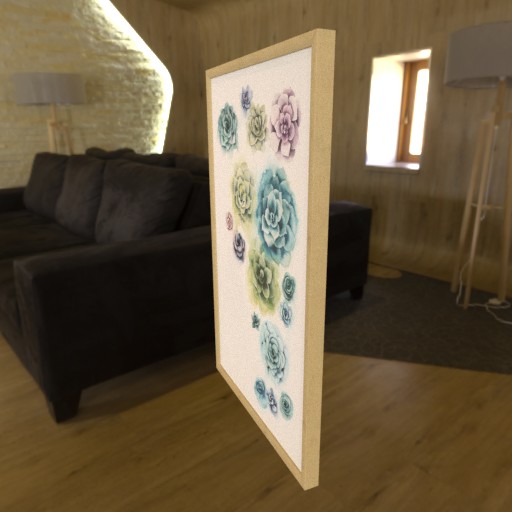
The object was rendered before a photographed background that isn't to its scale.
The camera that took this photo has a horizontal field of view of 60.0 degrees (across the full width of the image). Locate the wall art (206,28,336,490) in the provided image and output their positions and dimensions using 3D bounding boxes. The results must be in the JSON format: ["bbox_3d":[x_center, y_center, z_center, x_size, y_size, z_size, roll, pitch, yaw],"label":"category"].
[{"bbox_3d":[0.000,0.000,0.973,0.039,0.810,0.510,-7,17,-23],"label":"wall art"}]
